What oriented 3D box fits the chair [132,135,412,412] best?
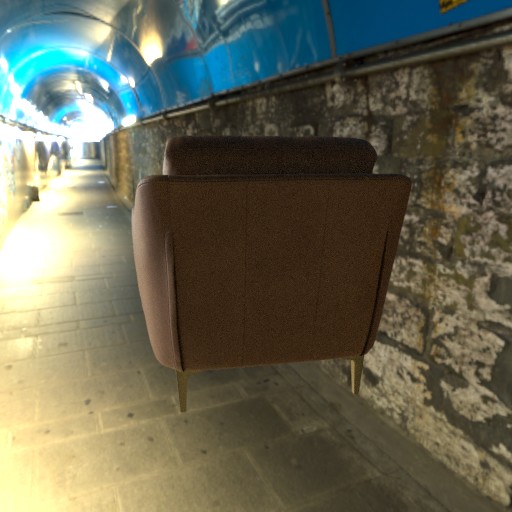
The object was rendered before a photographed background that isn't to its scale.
[{"bbox_3d":[0.000,0.000,1.731,0.988,0.895,0.963,-3,14,-10],"label":"chair"}]
